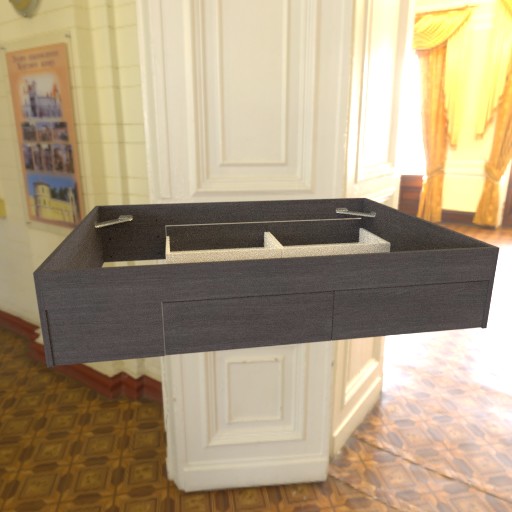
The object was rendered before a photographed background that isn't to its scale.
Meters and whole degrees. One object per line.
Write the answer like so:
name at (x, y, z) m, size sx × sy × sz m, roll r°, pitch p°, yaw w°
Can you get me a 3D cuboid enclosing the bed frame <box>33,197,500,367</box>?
bed frame at (0.000, 0.000, 2.547) m, size 1.944 × 0.459 × 1.448 m, roll -3°, pitch 17°, yaw -10°
